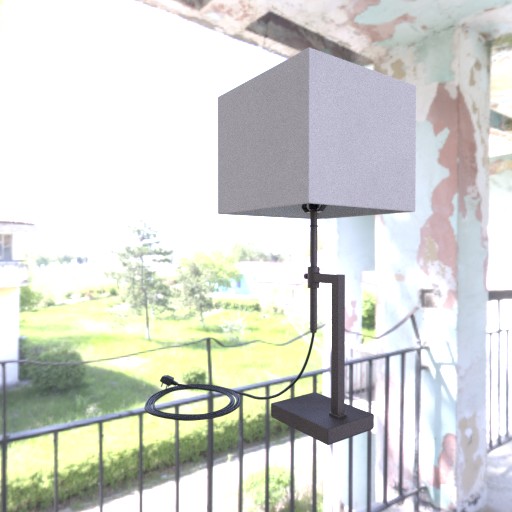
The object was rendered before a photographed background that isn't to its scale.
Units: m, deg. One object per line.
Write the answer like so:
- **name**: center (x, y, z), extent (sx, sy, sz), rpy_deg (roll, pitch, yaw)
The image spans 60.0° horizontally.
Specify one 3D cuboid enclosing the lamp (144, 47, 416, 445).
- **lamp**: center (0.000, 0.000, 0.948), extent (0.399, 0.660, 0.504), rpy_deg (-1, 1, -36)
